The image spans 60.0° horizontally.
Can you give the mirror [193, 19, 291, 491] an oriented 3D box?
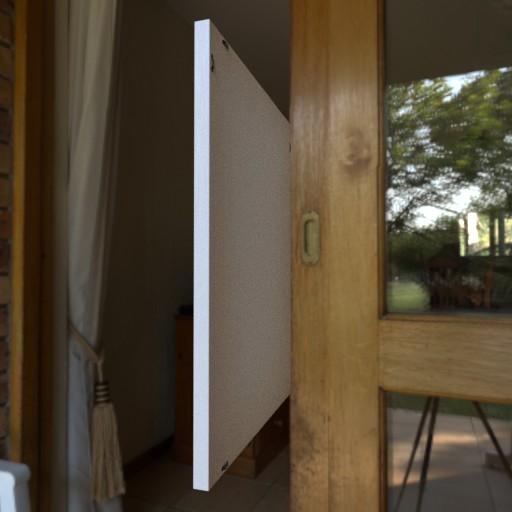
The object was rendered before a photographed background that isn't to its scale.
[{"bbox_3d":[0.000,0.000,1.321,0.040,1.016,0.762,0,-1,18],"label":"mirror"}]
